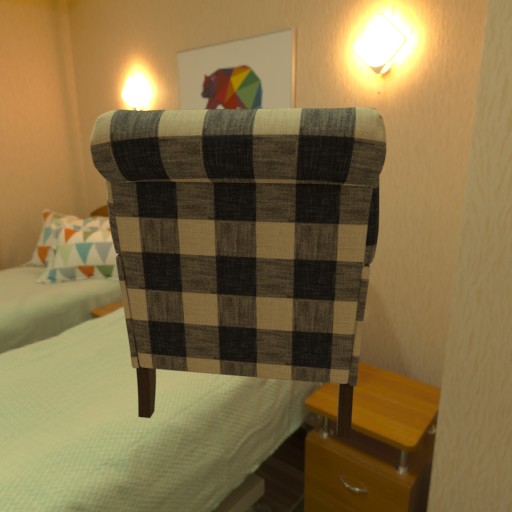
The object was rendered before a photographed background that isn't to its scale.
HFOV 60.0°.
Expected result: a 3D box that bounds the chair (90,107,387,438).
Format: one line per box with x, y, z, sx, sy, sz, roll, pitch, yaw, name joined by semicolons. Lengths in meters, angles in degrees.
0.000;0.000;1.573;0.781;0.953;0.848;2;15;9;chair
